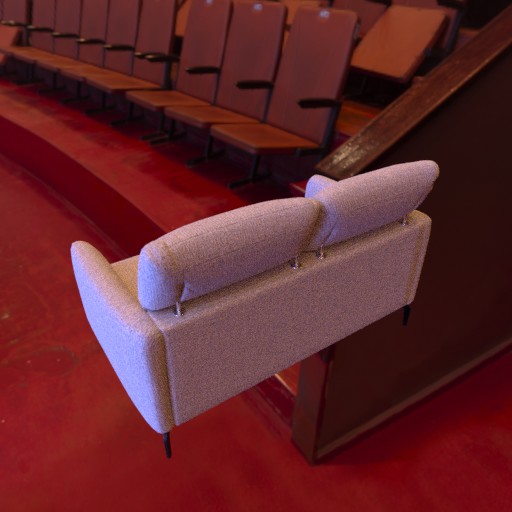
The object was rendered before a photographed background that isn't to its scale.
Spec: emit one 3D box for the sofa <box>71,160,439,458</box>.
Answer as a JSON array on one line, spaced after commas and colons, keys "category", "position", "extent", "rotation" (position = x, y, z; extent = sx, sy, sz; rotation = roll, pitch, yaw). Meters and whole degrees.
[{"category": "sofa", "position": [0.000, 0.000, 2.123], "extent": [1.540, 0.950, 0.905], "rotation": [-20, 37, -29]}]
